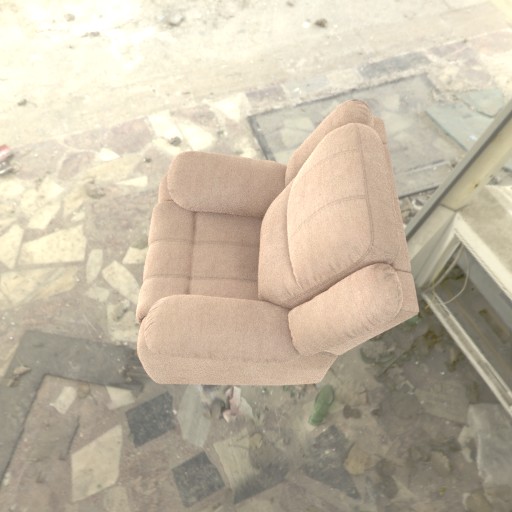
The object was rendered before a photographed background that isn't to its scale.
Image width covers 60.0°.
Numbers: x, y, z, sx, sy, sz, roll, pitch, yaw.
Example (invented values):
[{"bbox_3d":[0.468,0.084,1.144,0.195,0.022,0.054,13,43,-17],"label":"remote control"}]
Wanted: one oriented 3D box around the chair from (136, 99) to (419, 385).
[{"bbox_3d":[0.000,0.000,1.770,0.944,1.008,0.899,1,59,0],"label":"chair"}]
